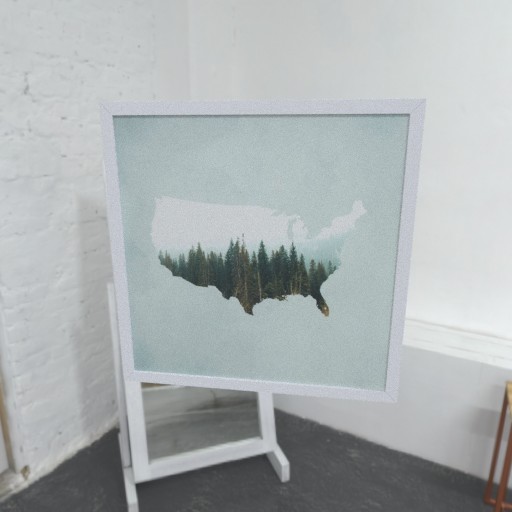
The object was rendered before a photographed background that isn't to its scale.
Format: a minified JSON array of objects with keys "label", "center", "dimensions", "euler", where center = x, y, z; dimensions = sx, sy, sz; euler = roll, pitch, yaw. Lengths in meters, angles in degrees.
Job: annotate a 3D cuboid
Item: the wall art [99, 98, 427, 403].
[{"label":"wall art","center":[0.000,0.000,0.770],"dimensions":[0.509,0.509,0.040],"euler":[2,16,8]}]
